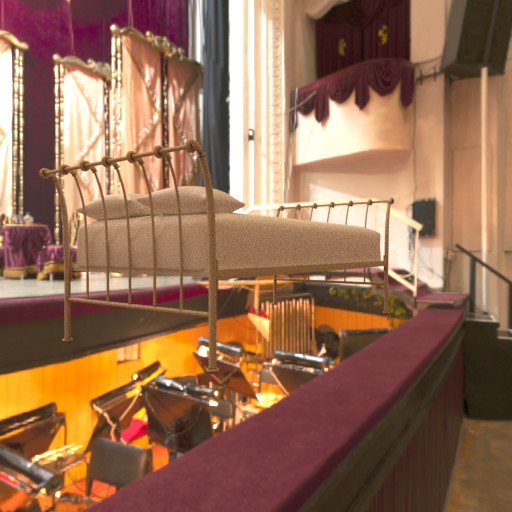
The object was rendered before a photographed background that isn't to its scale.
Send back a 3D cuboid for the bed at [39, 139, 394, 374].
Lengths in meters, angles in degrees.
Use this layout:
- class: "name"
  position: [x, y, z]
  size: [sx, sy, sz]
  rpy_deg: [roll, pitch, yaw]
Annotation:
- class: "bed"
  position: [0.000, 0.000, 2.771]
  size: [1.032, 0.873, 2.228]
  rpy_deg: [0, 1, 36]
